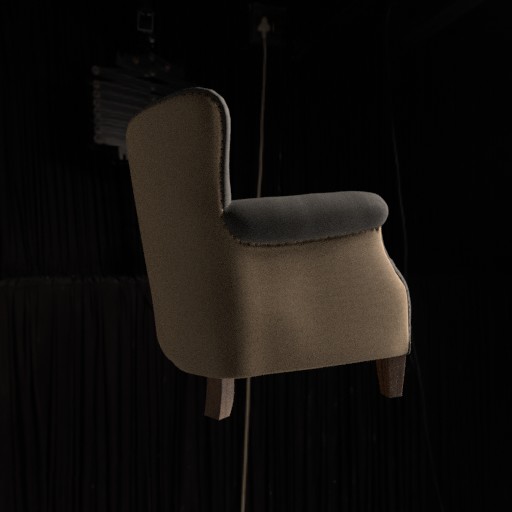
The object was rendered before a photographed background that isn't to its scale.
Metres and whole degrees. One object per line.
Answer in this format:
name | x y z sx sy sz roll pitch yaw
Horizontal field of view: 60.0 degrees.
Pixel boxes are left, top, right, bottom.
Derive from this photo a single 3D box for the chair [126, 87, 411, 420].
chair | 0.000 0.000 1.645 0.921 0.936 0.861 0 1 -18
